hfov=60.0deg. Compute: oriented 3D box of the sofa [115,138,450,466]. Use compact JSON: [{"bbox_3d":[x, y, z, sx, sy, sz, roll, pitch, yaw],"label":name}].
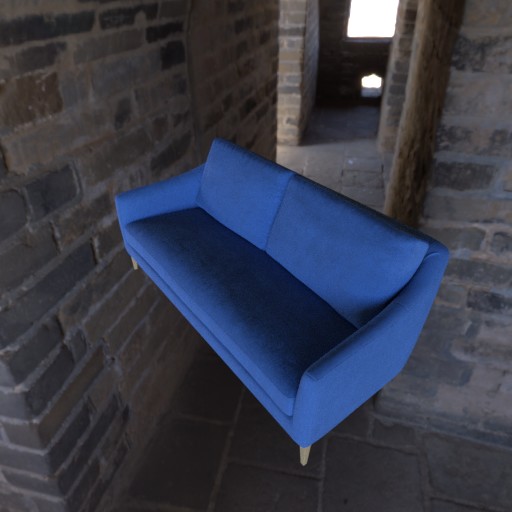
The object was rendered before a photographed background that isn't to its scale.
[{"bbox_3d":[0.000,0.000,2.607,0.960,0.903,2.036,-21,38,-29],"label":"sofa"}]
